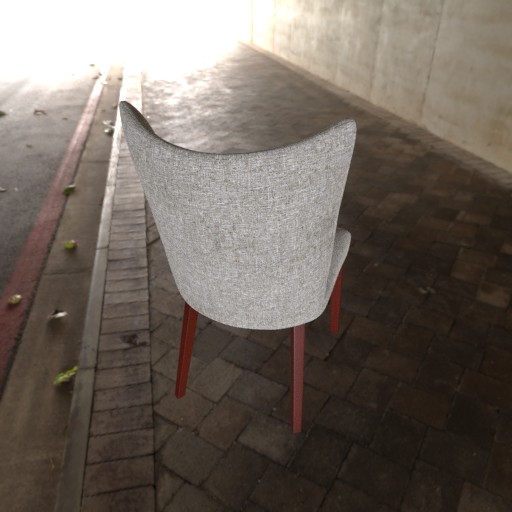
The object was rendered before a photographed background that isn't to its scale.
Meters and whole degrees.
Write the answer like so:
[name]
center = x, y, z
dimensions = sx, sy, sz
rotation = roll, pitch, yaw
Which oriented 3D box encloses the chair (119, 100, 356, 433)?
[chair]
center = 0.000, 0.000, 1.307
dimensions = 0.535, 0.924, 0.623
rotation = 10, 33, 17
